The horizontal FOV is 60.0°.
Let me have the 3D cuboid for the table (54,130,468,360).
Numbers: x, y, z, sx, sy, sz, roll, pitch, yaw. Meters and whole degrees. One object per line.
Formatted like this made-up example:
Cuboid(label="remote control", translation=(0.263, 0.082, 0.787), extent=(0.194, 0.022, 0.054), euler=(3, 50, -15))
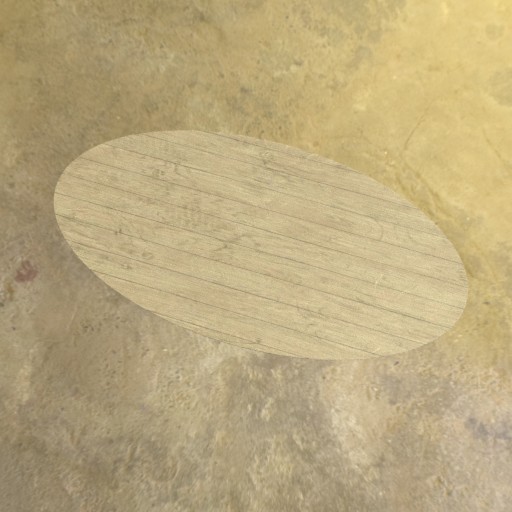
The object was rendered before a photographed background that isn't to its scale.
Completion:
Cuboid(label="table", translation=(0.000, 0.000, 1.314), extent=(1.083, 0.390, 0.542), euler=(16, 77, 4))
